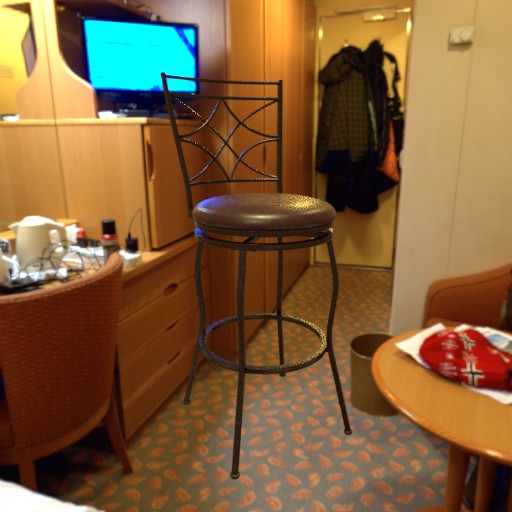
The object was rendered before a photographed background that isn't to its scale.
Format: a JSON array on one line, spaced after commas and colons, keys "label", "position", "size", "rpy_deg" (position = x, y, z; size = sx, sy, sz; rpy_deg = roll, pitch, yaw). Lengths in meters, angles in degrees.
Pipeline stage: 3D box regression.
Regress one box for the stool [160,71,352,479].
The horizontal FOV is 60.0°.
[{"label": "stool", "position": [0.000, 0.000, 1.415], "size": [0.434, 1.117, 0.534], "rpy_deg": [-8, 17, -27]}]
